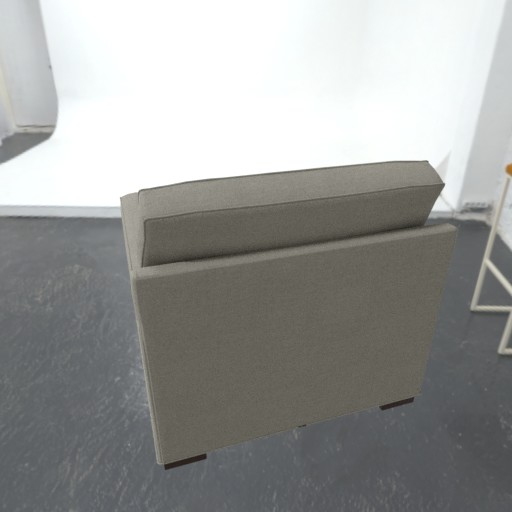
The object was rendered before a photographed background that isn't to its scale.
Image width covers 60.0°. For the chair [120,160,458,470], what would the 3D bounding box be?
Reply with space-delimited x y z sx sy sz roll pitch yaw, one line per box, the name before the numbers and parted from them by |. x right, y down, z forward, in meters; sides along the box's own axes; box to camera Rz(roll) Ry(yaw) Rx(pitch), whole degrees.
chair | 0.000 0.000 1.794 0.999 0.934 1.044 -9 29 -16
